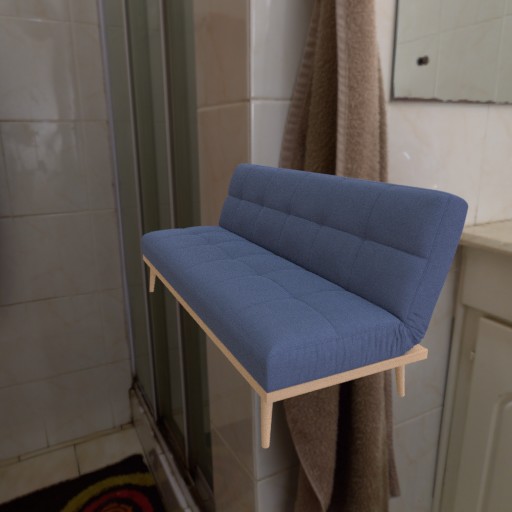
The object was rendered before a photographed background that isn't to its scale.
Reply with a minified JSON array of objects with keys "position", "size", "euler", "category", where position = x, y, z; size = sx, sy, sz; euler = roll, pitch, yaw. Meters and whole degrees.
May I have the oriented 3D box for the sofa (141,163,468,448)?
[{"position":[0.000,0.000,2.218],"size":[0.796,0.800,1.800],"euler":[-7,17,-25],"category":"sofa"}]
